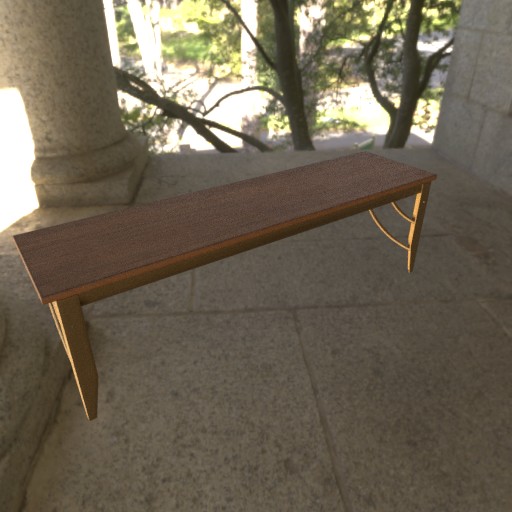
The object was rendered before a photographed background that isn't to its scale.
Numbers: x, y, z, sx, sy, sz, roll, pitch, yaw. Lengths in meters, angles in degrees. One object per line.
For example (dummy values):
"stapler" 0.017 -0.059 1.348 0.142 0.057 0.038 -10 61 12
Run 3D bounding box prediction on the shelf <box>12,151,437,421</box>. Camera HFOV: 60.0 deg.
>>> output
"shelf" 0.000 0.000 0.706 0.636 0.190 0.166 -19 35 -29
